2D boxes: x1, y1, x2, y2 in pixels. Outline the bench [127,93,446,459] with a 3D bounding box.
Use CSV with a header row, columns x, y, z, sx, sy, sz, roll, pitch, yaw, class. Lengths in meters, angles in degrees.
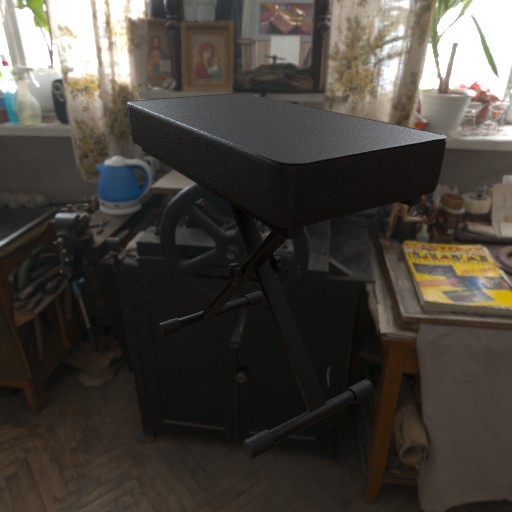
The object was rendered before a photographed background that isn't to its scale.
x,y,z,sx,sy,sz,roll,pitch,yaw,class
0.000,0.000,0.916,0.300,0.561,0.600,-16,31,-28,bench
